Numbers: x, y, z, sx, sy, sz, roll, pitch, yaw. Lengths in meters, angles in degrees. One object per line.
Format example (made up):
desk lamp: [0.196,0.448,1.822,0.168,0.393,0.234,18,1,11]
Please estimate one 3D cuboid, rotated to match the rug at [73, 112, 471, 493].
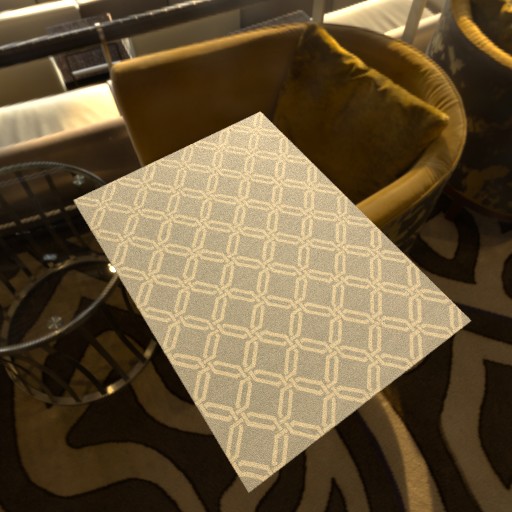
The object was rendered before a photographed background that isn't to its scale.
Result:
rug: [0.000,0.000,4.383,2.438,0.013,3.353,-30,63,-17]
